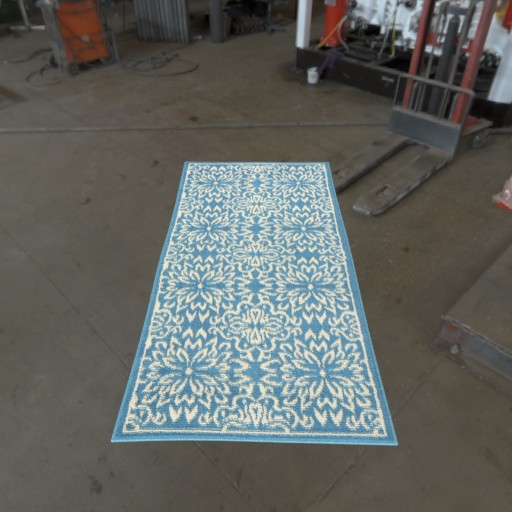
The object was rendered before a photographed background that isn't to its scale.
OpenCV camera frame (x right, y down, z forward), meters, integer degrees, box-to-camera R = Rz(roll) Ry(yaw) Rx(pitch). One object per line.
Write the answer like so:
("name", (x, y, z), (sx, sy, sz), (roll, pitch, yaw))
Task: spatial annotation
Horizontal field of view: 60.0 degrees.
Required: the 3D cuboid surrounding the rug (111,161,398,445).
("rug", (0.000, 0.000, 1.393), (0.604, 0.007, 1.219), (0, 40, 0))
